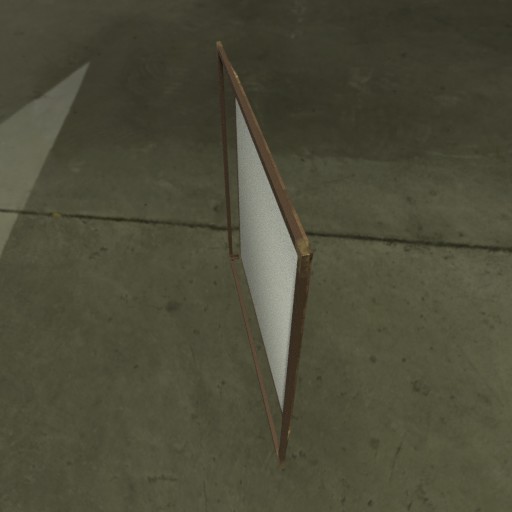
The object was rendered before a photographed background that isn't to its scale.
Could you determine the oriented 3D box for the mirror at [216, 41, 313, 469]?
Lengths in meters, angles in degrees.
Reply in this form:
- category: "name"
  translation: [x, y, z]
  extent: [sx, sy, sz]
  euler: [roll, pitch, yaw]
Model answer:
- category: "mirror"
  translation: [0.000, 0.000, 0.887]
  extent: [0.032, 0.610, 0.610]
  euler: [-9, 46, -8]
